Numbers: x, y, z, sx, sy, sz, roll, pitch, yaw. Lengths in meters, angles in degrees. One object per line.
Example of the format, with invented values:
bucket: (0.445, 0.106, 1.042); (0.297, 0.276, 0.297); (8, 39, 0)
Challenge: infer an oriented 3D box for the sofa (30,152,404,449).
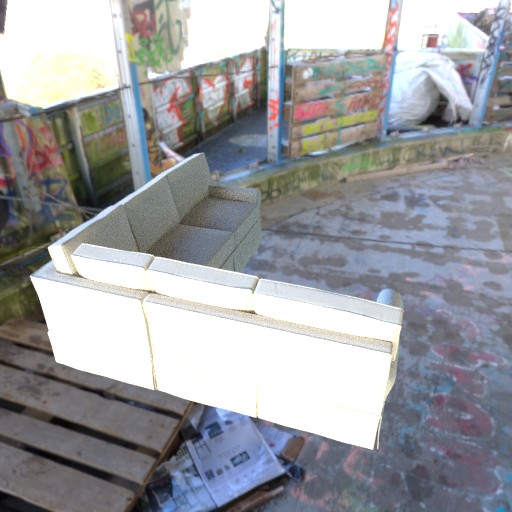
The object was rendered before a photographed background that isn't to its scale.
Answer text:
sofa: (0.000, 0.000, 4.034); (2.591, 1.070, 2.597); (10, 31, 16)
